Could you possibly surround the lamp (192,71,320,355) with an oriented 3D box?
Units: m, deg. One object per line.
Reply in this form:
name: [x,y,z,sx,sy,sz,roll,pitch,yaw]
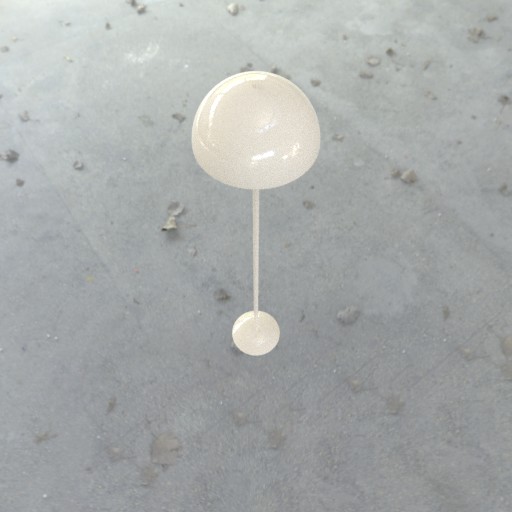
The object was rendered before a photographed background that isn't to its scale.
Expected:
lamp: [0.000,0.000,1.621,0.328,1.480,0.328,-31,63,-18]
